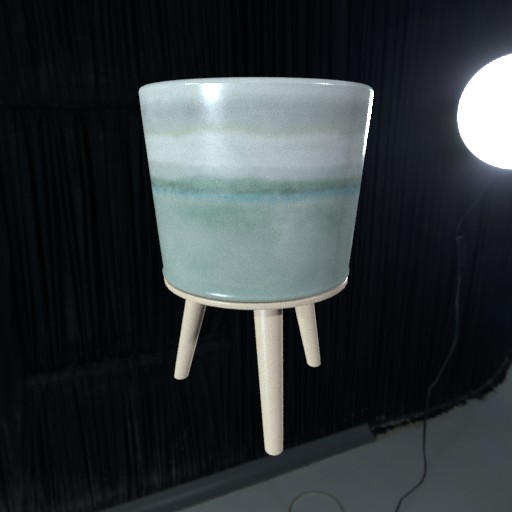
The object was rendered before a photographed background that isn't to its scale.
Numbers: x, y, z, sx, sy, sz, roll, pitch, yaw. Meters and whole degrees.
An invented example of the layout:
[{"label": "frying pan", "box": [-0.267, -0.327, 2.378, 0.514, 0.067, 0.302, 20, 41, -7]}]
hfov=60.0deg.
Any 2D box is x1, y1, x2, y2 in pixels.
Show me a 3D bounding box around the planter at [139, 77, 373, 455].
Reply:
[{"label": "planter", "box": [0.000, 0.000, 0.571, 0.265, 0.404, 0.265, -8, 18, -26]}]
